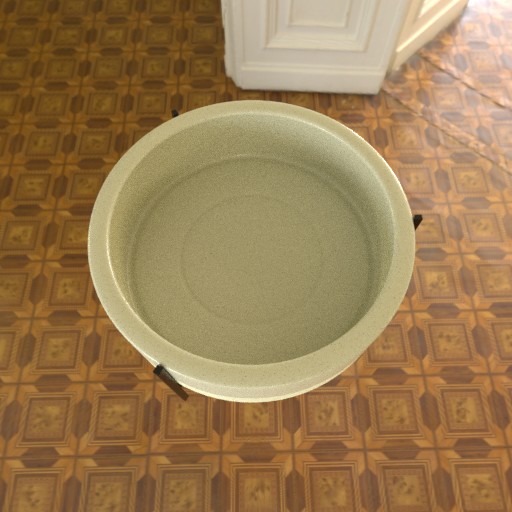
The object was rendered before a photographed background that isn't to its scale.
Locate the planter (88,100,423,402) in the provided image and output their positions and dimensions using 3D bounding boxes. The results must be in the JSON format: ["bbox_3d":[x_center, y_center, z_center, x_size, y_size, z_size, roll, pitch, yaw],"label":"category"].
[{"bbox_3d":[0.000,0.000,0.532,0.345,0.171,0.336,-1,65,-1],"label":"planter"}]
